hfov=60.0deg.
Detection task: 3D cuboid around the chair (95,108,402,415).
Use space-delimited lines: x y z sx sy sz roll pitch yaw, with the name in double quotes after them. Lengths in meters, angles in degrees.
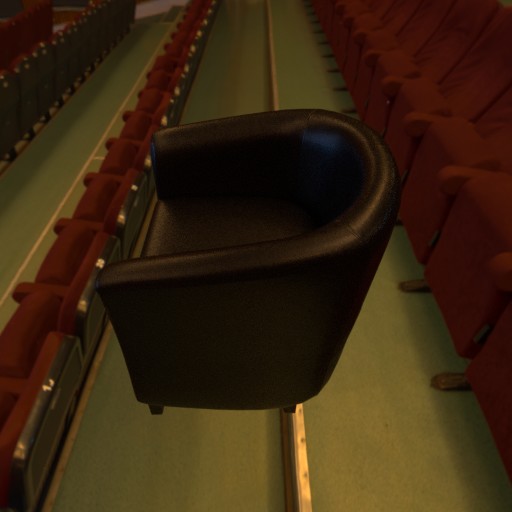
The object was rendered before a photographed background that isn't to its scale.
0.000 0.000 1.402 0.727 0.756 0.793 0 41 0 "chair"
